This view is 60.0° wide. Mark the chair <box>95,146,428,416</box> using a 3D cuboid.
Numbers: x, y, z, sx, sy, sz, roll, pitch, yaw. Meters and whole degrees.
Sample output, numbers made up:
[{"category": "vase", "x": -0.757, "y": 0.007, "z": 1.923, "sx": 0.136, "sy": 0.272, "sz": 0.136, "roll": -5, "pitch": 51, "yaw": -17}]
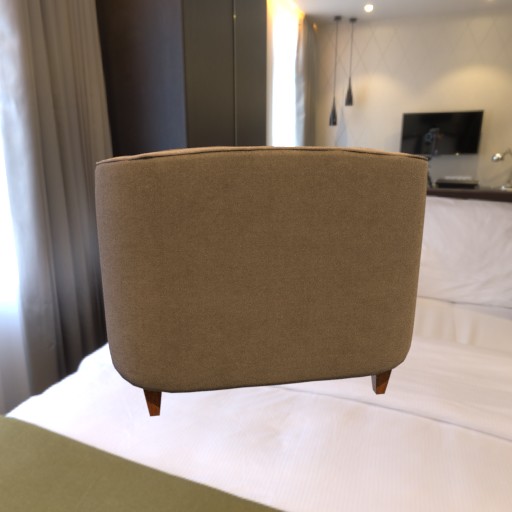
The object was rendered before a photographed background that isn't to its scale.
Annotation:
[{"category": "chair", "x": 0.000, "y": 0.000, "z": 1.748, "sx": 1.104, "sy": 0.852, "sz": 0.941, "roll": -2, "pitch": 15, "yaw": -9}]
